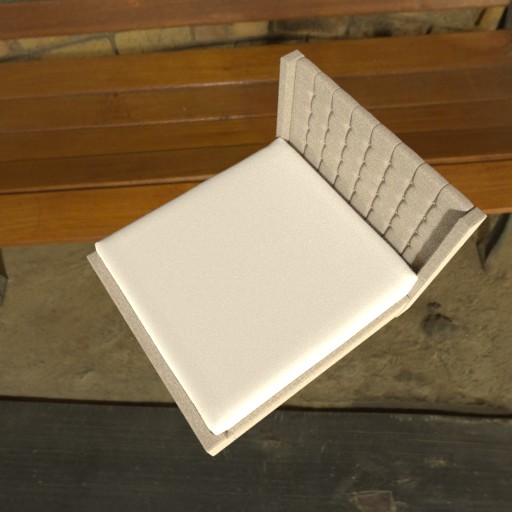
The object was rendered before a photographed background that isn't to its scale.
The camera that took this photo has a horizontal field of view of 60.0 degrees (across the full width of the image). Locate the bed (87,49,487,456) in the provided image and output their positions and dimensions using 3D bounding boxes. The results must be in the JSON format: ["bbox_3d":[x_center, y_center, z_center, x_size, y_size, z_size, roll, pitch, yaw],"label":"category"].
[{"bbox_3d":[0.000,0.000,3.777,2.372,1.748,2.044,-33,67,-16],"label":"bed"}]
